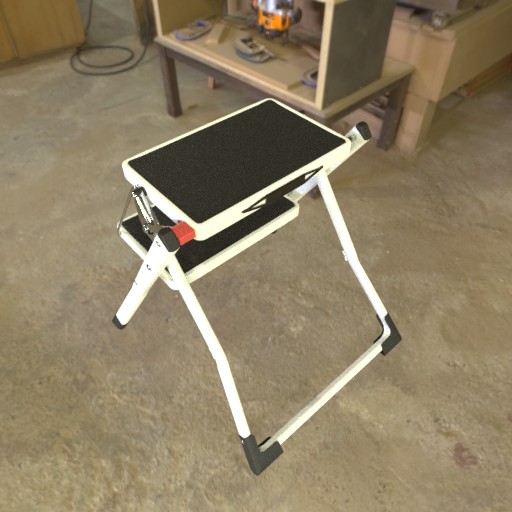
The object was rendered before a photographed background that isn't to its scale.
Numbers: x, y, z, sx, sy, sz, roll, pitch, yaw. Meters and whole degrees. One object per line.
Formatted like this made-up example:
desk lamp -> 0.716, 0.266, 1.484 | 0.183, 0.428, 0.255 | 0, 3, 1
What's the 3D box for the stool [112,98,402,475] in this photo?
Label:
stool -> 0.000, 0.000, 0.838 | 0.485, 0.445, 0.490 | -33, 55, -27
